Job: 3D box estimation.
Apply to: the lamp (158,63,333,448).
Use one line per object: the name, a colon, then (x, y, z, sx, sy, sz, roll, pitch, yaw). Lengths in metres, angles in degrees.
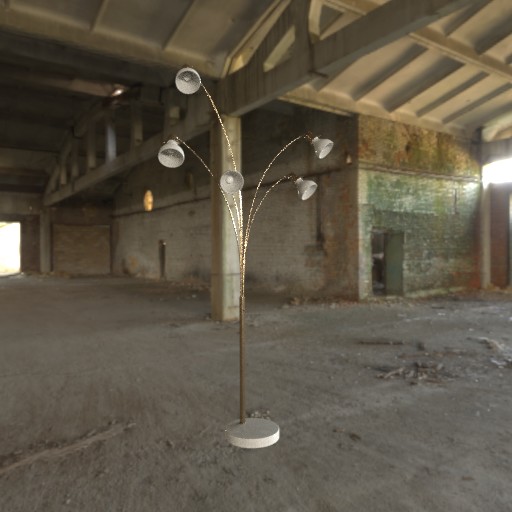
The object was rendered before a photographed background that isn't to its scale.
lamp: (0.000, 0.000, 2.983, 1.405, 2.423, 0.361, 0, 1, -35)
